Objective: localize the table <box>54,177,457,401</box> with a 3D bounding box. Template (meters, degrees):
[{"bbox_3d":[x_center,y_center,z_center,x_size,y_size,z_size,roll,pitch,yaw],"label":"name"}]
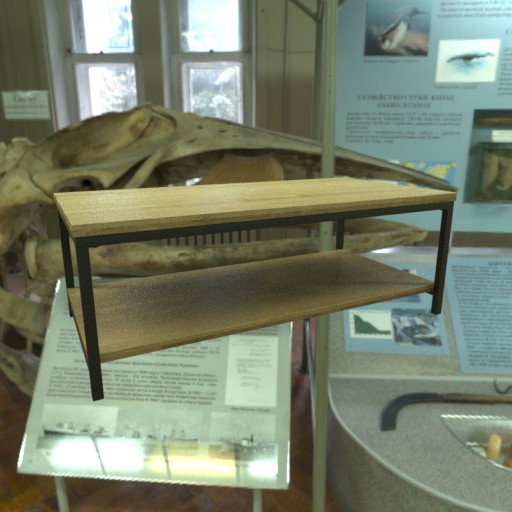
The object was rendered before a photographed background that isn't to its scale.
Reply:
[{"bbox_3d":[0.000,0.000,1.403,1.100,0.399,0.551,-8,17,-26],"label":"table"}]
